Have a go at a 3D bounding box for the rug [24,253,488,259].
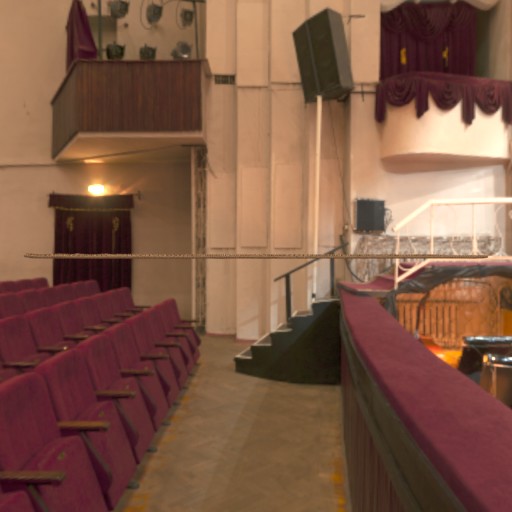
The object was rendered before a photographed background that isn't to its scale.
[{"bbox_3d":[0.000,0.000,3.074,2.438,0.034,1.521,0,0,0],"label":"rug"}]
